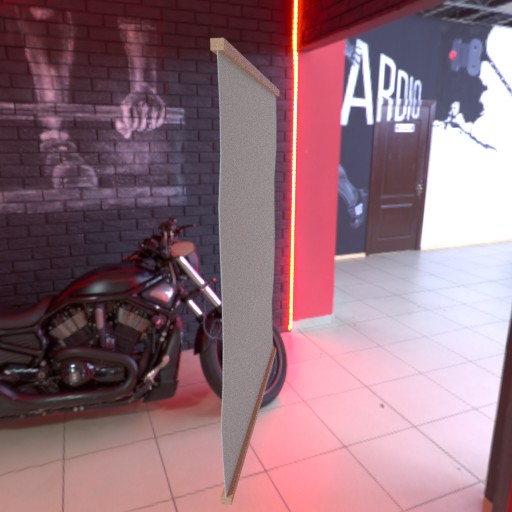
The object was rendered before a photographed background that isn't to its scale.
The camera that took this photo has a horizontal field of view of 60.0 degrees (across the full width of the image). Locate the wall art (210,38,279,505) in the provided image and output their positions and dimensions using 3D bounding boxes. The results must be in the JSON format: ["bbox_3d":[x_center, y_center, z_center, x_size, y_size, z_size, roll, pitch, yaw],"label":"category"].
[{"bbox_3d":[0.000,0.000,0.657,0.013,0.508,0.406,2,14,10],"label":"wall art"}]
